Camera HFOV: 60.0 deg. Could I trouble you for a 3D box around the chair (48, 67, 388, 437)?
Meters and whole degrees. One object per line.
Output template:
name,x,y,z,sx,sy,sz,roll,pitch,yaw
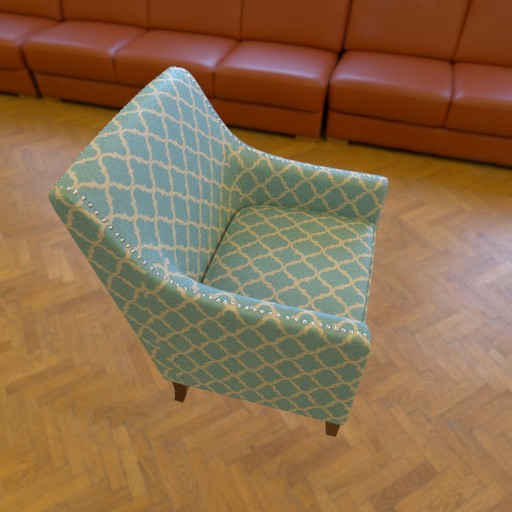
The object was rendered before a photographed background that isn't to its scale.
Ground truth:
chair,0.000,0.000,1.279,0.686,0.817,0.617,11,47,11
